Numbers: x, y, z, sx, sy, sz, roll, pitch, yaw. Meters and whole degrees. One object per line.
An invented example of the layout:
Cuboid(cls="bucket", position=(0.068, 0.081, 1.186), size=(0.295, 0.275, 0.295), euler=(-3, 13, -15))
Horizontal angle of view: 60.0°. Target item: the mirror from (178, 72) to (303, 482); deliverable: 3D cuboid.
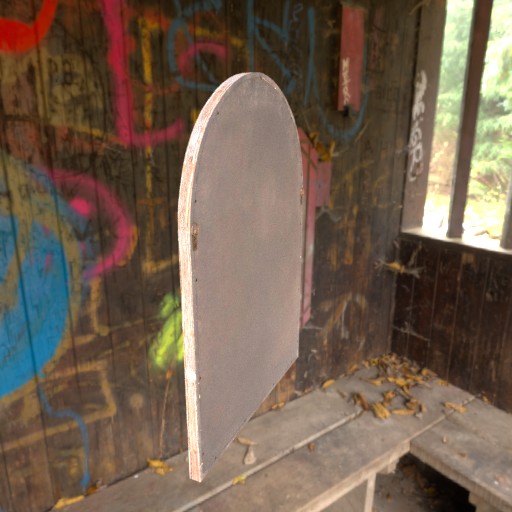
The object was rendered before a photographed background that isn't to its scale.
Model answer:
Cuboid(cls="mirror", position=(0.000, 0.000, 1.197), size=(0.032, 0.920, 0.660), euler=(7, 17, 24))
